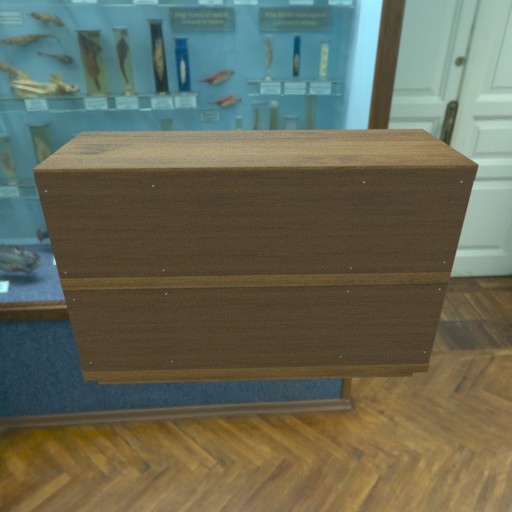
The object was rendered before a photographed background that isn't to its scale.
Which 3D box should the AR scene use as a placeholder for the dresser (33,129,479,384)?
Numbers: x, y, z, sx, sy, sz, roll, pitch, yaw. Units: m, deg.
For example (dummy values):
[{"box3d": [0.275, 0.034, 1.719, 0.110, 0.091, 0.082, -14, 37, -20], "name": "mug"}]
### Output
[{"box3d": [0.000, 0.000, 1.647, 1.261, 0.825, 0.479, -1, 29, -2], "name": "dresser"}]
